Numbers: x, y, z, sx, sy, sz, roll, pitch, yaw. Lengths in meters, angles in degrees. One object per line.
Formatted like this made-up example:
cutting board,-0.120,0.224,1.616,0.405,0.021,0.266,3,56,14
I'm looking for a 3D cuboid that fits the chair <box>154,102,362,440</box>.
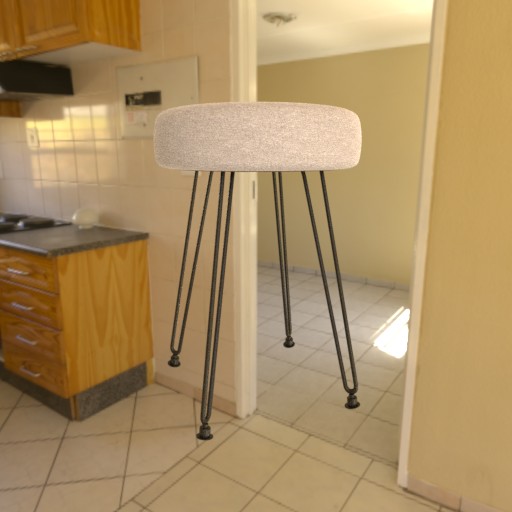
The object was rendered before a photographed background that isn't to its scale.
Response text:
chair,0.000,0.000,0.696,0.350,0.440,0.350,6,14,24
